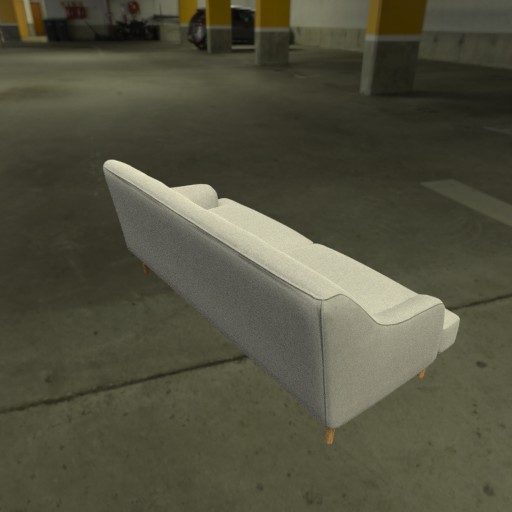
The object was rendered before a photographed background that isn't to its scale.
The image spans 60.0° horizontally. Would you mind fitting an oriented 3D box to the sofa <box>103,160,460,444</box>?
[{"bbox_3d":[0.000,0.000,2.569,0.978,0.871,2.057,-20,34,-32],"label":"sofa"}]
